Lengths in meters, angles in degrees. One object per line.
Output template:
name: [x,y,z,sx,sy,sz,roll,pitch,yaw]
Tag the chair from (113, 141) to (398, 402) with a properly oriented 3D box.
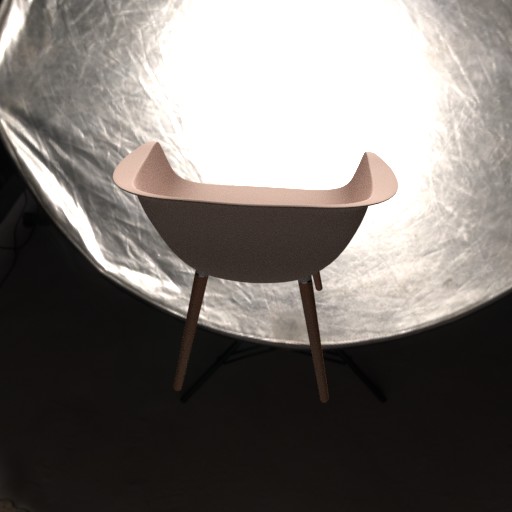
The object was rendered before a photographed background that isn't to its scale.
chair: [0.000,0.000,1.168,0.593,0.781,0.504,4,47,3]
